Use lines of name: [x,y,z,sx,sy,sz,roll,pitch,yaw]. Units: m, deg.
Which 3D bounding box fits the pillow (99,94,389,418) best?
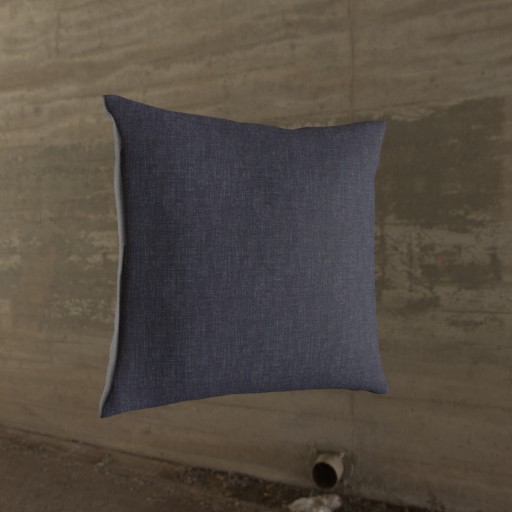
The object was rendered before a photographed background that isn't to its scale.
pillow: [0.000,0.000,0.765,0.510,0.510,0.145,0,-1,-15]
